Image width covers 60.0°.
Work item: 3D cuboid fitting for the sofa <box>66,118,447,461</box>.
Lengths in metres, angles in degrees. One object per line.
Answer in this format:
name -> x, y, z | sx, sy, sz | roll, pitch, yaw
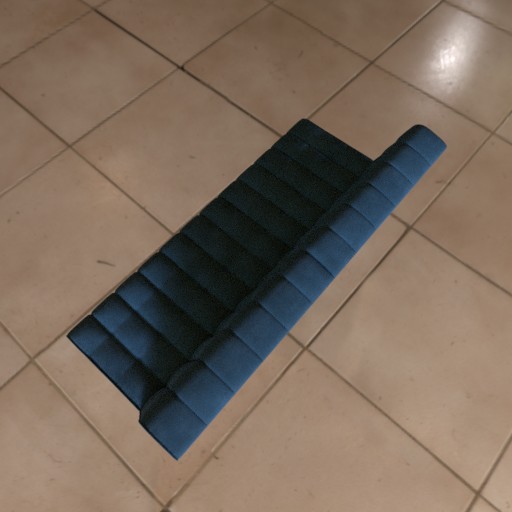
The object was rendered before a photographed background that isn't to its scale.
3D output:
sofa -> 0.000, 0.000, 2.256 | 0.855, 0.813, 1.804 | 38, 69, 17
